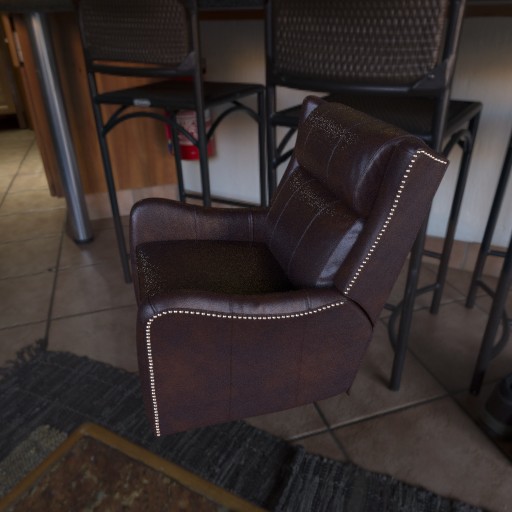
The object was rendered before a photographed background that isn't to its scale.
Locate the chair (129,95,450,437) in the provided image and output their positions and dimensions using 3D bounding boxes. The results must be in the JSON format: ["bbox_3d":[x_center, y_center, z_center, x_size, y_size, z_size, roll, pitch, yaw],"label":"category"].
[{"bbox_3d":[0.000,0.000,1.794,1.008,1.084,0.869,-8,30,-14],"label":"chair"}]
